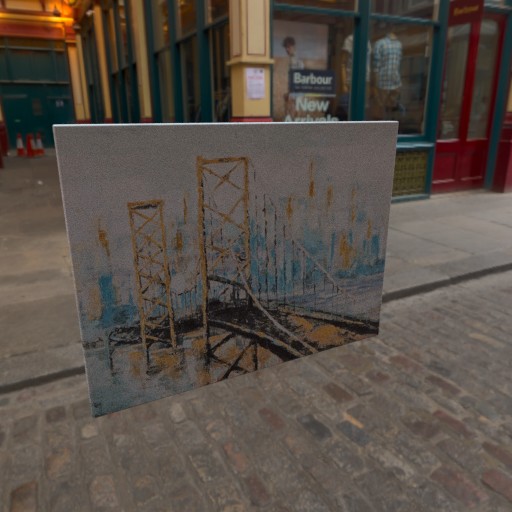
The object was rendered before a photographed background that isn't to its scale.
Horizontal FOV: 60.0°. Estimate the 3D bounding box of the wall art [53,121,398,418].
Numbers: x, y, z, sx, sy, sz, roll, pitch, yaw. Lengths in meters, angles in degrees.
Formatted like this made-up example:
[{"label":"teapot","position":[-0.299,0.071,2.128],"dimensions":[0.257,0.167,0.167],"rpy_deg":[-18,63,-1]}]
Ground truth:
[{"label":"wall art","position":[0.000,0.000,1.322],"dimensions":[1.016,0.762,0.038],"rpy_deg":[-9,20,-27]}]
